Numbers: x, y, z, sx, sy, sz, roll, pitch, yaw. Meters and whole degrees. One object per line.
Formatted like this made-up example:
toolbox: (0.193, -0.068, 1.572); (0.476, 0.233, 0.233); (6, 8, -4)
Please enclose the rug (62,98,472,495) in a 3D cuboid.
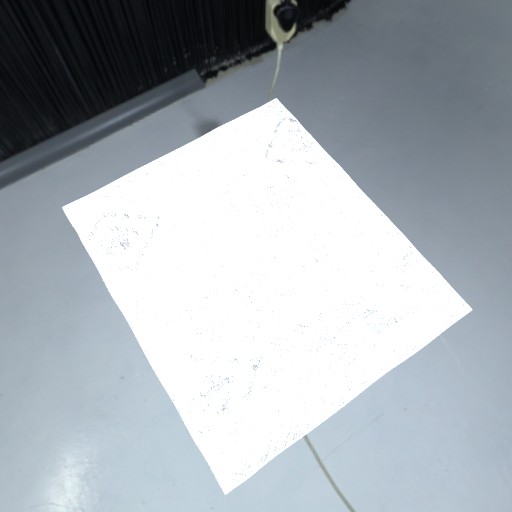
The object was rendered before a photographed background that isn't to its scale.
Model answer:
rug: (0.000, 0.000, 0.877); (0.548, 0.006, 0.639); (-31, 68, -14)
